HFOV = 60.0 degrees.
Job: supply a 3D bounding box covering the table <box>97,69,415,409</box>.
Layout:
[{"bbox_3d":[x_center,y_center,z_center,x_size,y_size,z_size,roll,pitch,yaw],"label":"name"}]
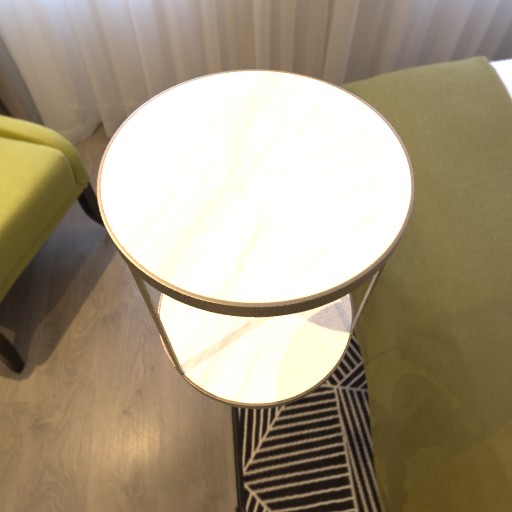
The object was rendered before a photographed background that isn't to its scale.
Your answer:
[{"bbox_3d":[0.000,0.000,0.831,0.445,0.479,0.445,0,57,0],"label":"table"}]
